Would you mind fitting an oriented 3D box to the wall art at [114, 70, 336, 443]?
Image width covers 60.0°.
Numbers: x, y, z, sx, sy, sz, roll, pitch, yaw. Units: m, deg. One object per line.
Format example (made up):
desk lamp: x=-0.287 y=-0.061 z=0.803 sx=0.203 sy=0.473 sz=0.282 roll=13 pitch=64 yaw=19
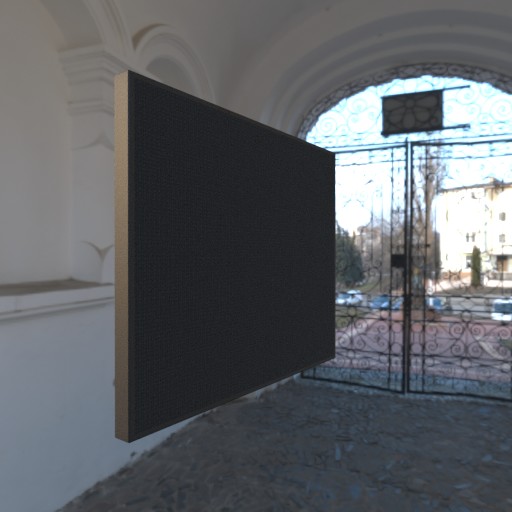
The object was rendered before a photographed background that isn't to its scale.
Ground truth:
wall art: x=0.000 y=0.000 z=0.774 sx=0.029 sy=0.458 sz=0.559 roll=0 pitch=0 yaw=37
